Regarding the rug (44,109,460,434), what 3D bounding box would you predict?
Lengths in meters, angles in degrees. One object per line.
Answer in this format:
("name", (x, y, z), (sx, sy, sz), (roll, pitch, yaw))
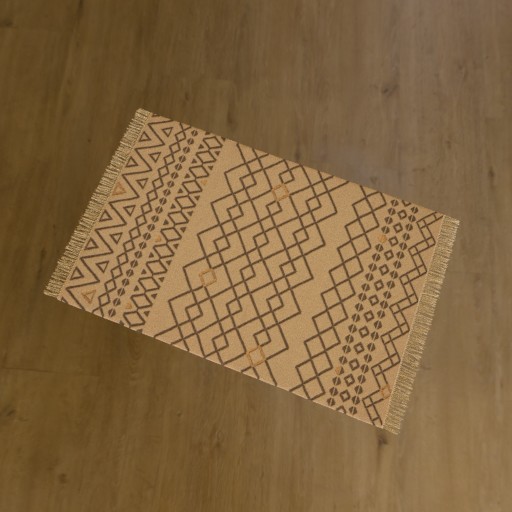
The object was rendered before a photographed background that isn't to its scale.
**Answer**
("rug", (0.000, 0.000, 2.456), (2.023, 0.028, 1.224), (20, 76, 5))
